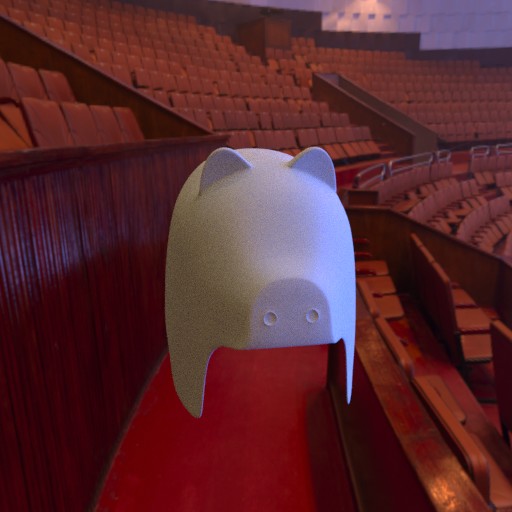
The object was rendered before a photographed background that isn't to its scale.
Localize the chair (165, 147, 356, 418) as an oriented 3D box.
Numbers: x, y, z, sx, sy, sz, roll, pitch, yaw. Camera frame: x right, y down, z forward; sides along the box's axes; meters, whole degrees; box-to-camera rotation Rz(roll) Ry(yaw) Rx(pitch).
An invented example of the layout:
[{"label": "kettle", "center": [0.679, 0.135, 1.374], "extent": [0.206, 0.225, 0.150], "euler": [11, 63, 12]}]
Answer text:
[{"label": "chair", "center": [0.000, 0.000, 0.859], "extent": [0.364, 0.423, 0.619], "euler": [-2, 17, -8]}]
